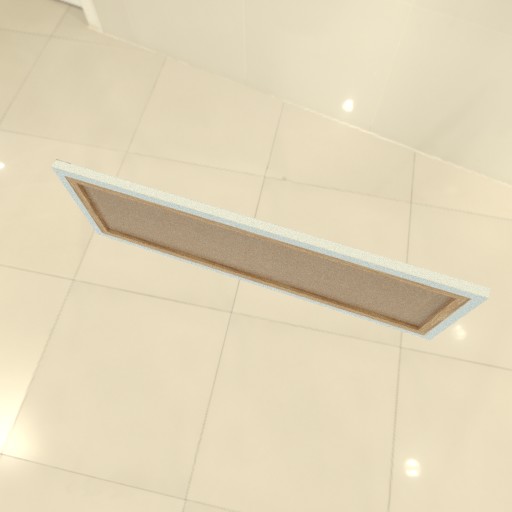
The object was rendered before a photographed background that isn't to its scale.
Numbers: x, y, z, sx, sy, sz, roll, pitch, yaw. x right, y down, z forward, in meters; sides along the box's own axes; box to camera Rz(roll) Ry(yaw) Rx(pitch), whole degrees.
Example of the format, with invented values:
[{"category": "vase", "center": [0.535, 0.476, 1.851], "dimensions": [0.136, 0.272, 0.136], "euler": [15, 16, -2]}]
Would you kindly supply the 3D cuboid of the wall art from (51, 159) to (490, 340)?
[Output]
[{"category": "wall art", "center": [0.000, 0.000, 1.700], "dimensions": [1.520, 0.507, 0.039], "euler": [17, 66, 8]}]
